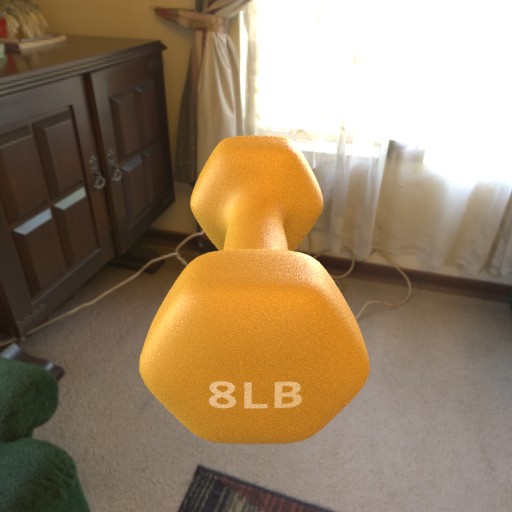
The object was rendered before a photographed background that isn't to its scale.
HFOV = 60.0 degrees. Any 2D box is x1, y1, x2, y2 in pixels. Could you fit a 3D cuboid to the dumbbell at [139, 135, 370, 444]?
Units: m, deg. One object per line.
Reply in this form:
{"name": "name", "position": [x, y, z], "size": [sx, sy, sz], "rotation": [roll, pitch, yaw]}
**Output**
{"name": "dumbbell", "position": [0.000, 0.000, 0.239], "size": [0.090, 0.082, 0.190], "rotation": [1, 32, 1]}
